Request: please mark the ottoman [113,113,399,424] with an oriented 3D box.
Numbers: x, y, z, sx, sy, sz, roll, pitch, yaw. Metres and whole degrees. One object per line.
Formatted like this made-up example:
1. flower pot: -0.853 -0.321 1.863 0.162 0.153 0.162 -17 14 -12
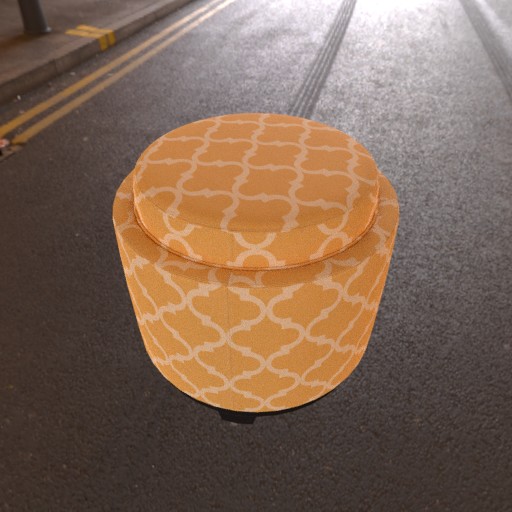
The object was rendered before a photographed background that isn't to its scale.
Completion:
1. ottoman: 0.000 0.000 0.841 0.480 0.429 0.480 0 40 0
